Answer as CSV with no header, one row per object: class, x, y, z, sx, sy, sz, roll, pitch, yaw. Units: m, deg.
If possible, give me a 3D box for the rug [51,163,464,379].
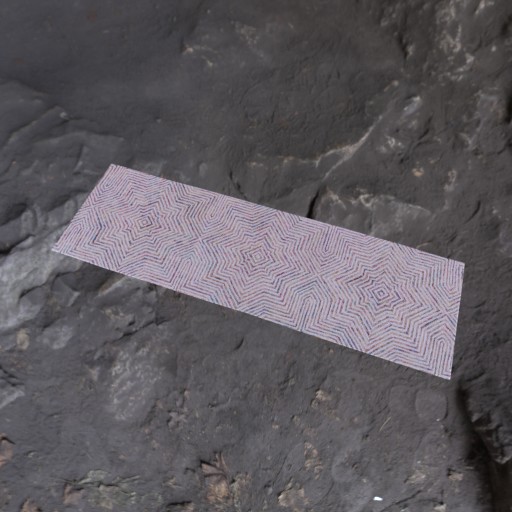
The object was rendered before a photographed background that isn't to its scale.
rug,0.000,0.000,2.738,2.443,0.009,0.771,17,60,10
